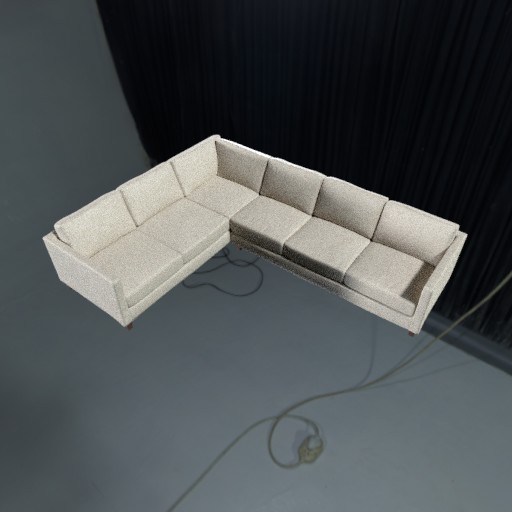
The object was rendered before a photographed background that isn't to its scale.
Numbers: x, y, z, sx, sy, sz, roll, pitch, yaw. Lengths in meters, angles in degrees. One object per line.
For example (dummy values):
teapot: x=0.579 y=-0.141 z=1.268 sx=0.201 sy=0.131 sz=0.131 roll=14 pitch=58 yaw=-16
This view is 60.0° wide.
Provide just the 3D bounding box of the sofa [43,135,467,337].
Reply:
sofa: x=0.000 y=0.000 z=4.300 sx=3.182 sy=0.863 sz=2.432 roll=26 pitch=48 yaw=26
